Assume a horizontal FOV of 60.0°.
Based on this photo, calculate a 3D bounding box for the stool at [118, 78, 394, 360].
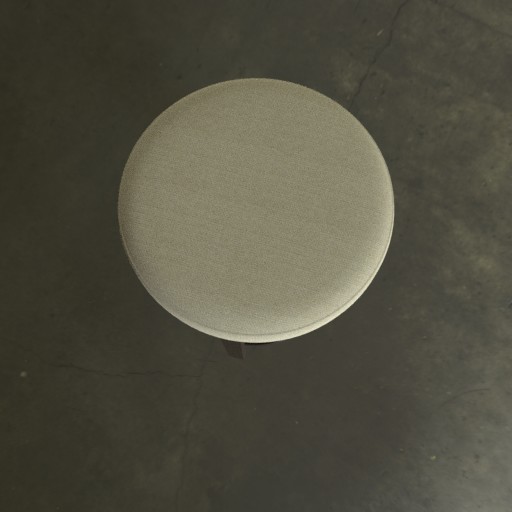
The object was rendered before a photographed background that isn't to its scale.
[{"bbox_3d":[0.000,0.000,1.011,0.446,0.758,0.446,0,75,0],"label":"stool"}]
